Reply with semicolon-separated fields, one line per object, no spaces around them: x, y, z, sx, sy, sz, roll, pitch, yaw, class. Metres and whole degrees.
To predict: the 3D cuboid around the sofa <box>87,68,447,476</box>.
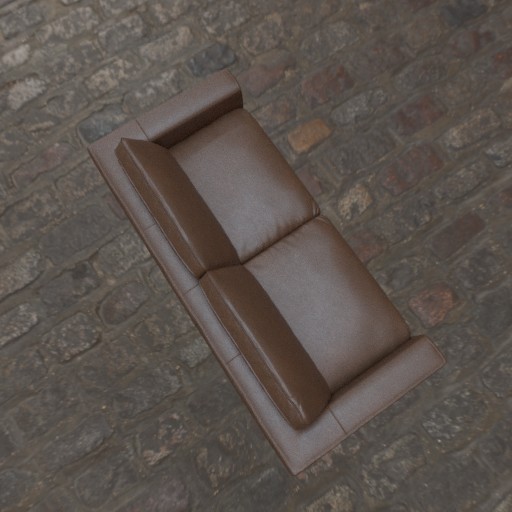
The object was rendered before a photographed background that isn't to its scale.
0.000;0.000;2.736;1.070;0.801;2.262;-33;78;-8;sofa
